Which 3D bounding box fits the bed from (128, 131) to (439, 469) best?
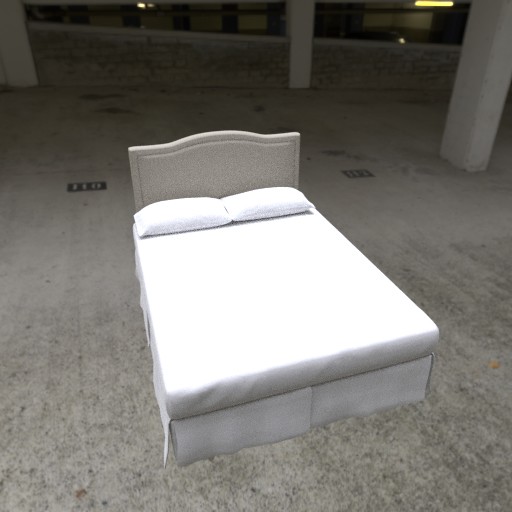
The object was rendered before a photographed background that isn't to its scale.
[{"bbox_3d":[0.000,0.000,3.651,1.977,1.437,2.477,-9,32,-15],"label":"bed"}]
